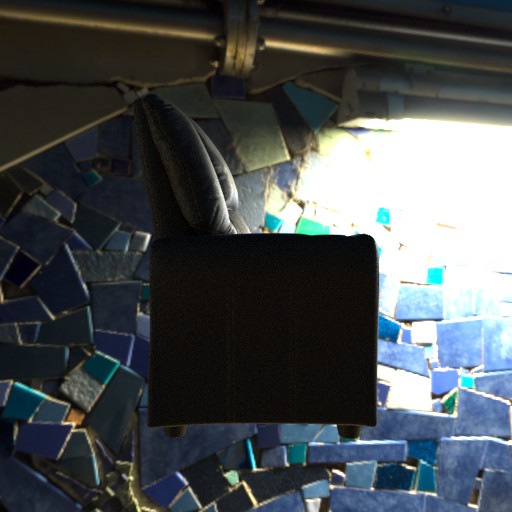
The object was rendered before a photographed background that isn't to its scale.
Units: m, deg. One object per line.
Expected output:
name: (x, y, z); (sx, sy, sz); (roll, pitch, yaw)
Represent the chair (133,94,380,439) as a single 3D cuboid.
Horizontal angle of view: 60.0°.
chair: (0.000, 0.000, 1.114); (0.521, 0.709, 0.610); (0, -1, 1)
